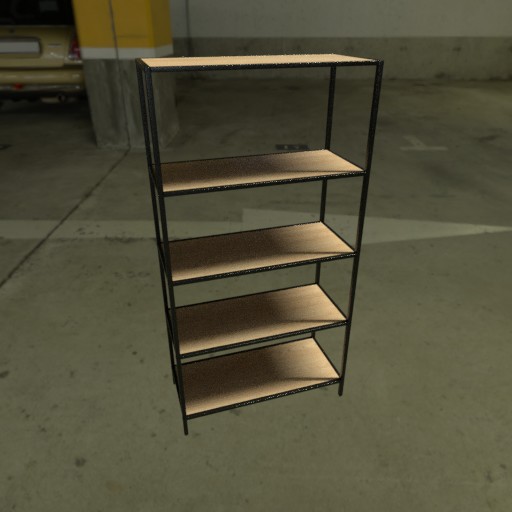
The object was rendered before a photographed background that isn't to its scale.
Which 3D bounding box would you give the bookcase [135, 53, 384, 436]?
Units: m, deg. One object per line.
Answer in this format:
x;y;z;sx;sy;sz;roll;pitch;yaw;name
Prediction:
0.000;0.000;1.844;0.770;1.500;0.350;-9;29;-16;bookcase
